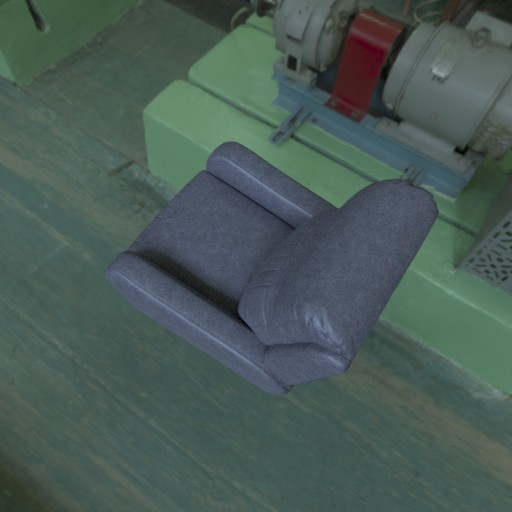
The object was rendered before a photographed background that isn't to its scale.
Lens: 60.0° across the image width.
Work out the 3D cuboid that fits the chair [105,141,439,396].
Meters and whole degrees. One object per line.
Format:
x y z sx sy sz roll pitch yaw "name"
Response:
0.000 0.000 1.859 1.067 1.067 0.865 31 67 15 "chair"
